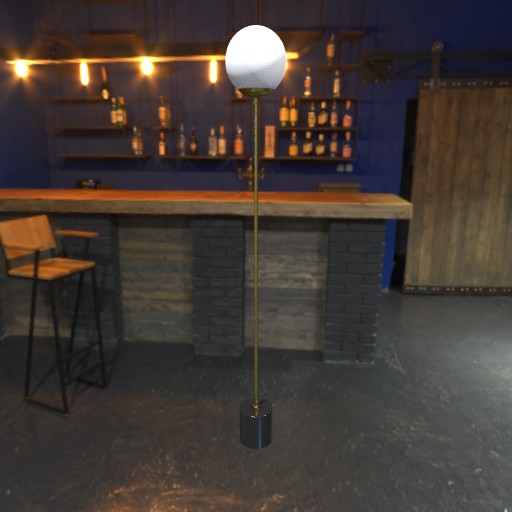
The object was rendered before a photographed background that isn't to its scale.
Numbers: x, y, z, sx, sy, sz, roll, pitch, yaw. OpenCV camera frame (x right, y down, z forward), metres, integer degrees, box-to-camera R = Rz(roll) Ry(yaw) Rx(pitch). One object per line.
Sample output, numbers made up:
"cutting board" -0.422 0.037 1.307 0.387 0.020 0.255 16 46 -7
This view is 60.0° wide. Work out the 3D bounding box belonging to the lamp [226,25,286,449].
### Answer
"lamp" 0.000 0.000 1.850 0.229 1.748 0.229 2 14 8
